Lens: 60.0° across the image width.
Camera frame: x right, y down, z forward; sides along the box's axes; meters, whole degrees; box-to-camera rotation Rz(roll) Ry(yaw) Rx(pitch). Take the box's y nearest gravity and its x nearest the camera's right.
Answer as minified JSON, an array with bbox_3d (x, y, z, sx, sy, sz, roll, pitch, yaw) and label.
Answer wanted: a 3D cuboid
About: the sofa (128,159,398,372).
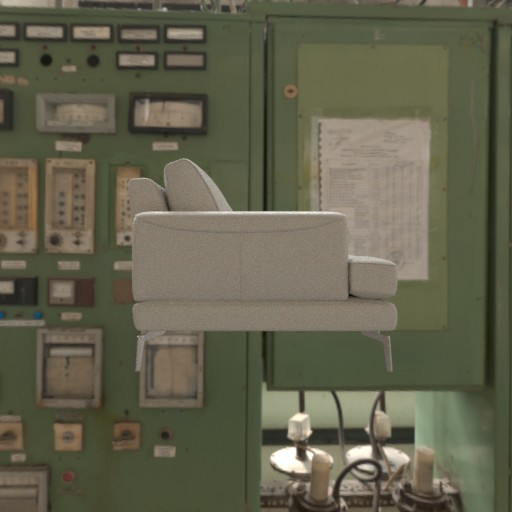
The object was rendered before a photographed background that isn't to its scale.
[{"bbox_3d":[0.000,0.000,2.456,0.974,0.765,1.940,0,1,0],"label":"sofa"}]
